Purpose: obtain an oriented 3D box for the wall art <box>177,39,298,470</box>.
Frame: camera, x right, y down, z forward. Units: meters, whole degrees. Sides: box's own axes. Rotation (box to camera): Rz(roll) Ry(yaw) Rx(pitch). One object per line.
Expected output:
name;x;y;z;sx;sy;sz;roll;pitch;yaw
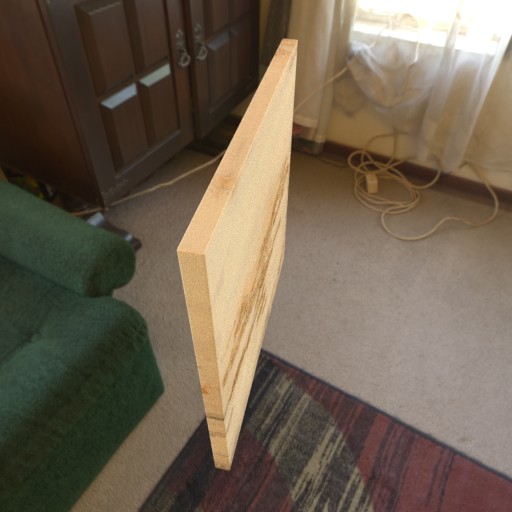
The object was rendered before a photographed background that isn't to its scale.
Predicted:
wall art;0.000;0.000;1.085;0.038;0.755;0.753;9;46;9
